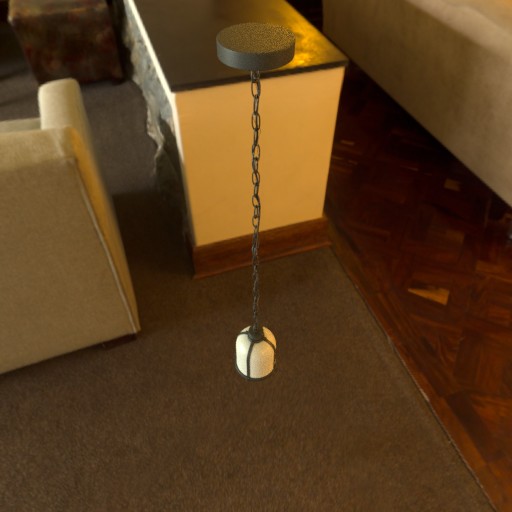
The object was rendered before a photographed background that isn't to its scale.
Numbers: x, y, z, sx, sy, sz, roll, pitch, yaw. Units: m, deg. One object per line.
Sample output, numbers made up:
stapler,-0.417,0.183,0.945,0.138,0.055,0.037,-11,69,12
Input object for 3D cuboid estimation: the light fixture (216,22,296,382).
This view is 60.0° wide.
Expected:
light fixture,0.000,0.000,1.247,0.178,1.181,0.178,17,49,15
